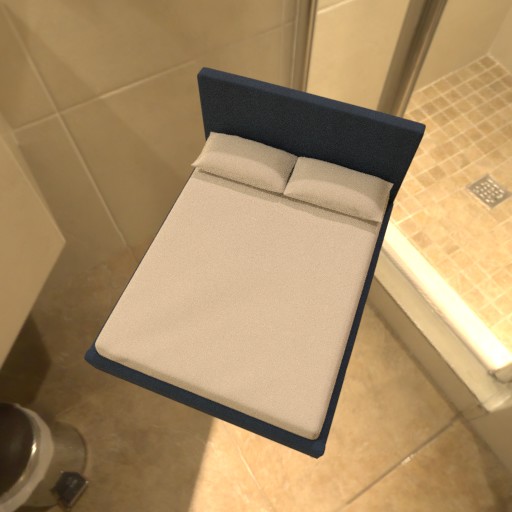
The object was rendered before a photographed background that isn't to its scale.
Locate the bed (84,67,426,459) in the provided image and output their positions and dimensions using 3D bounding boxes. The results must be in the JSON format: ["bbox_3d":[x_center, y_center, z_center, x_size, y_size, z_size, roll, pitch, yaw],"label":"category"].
[{"bbox_3d":[0.000,0.000,3.227,1.723,1.231,2.172,18,62,10],"label":"bed"}]
